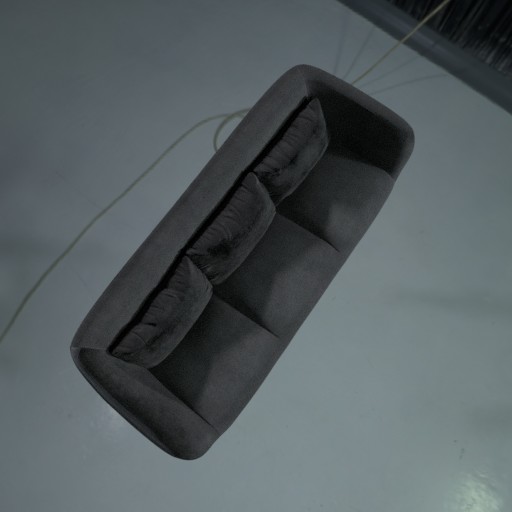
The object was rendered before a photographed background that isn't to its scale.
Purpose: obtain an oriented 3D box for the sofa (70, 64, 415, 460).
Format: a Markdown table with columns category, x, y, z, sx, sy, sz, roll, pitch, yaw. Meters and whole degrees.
| category | x | y | z | sx | sy | sz | roll | pitch | yaw |
| --- | --- | --- | --- | --- | --- | --- | --- | --- | --- |
| sofa | 0.000 | 0.000 | 2.757 | 0.956 | 0.875 | 2.296 | 35 | 78 | 8 |
